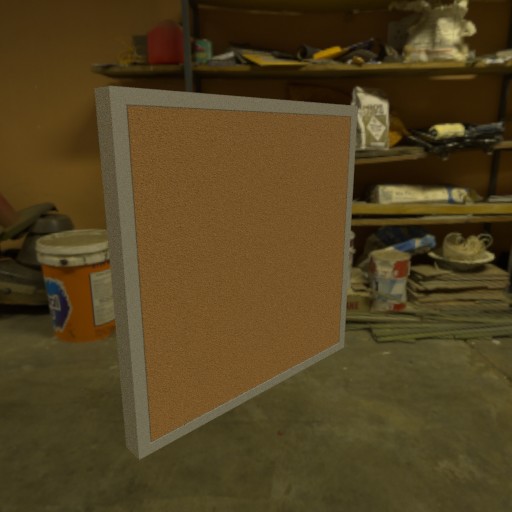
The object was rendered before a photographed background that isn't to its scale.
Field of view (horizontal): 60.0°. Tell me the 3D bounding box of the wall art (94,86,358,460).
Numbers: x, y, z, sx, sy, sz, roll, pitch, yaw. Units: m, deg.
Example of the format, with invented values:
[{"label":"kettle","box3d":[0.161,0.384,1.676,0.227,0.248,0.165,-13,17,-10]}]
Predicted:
[{"label":"wall art","box3d":[0.000,0.000,0.756,0.506,0.506,0.038,-14,21,-42]}]
